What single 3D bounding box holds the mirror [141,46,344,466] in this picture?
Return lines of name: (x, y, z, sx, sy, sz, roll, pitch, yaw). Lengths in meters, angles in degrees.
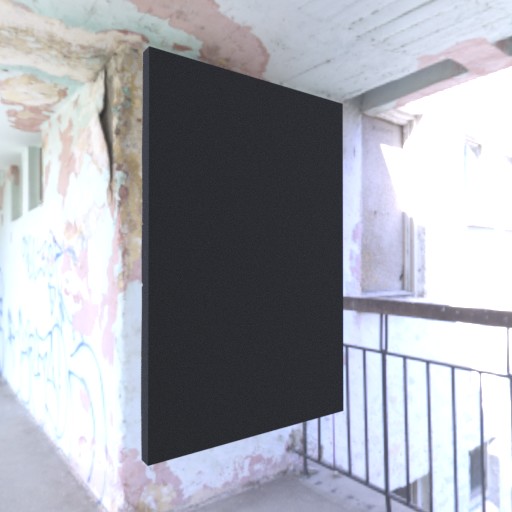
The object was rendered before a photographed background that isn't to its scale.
mirror: (0.000, 0.000, 1.157, 0.606, 0.912, 0.044, 1, -1, -36)
